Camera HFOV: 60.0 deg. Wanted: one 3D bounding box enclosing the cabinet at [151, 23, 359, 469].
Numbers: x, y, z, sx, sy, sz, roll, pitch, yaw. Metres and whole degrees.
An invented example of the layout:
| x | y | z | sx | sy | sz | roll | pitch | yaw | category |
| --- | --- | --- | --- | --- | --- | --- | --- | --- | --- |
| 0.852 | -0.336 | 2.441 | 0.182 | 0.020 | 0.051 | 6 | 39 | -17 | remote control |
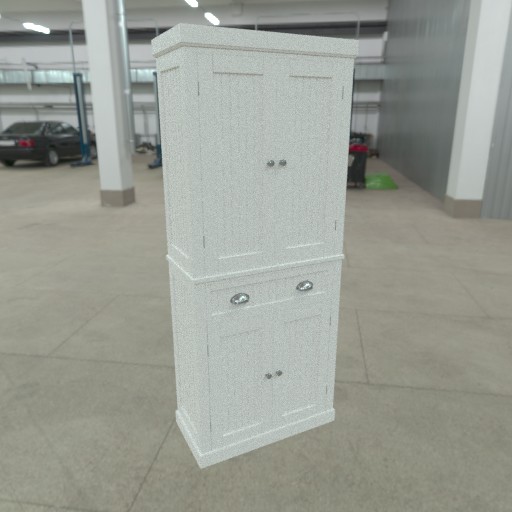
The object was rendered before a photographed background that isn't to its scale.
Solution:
| x | y | z | sx | sy | sz | roll | pitch | yaw | category |
| --- | --- | --- | --- | --- | --- | --- | --- | --- | --- |
| 0.000 | 0.000 | 2.064 | 0.754 | 1.829 | 0.390 | -9 | 19 | -26 | cabinet |
